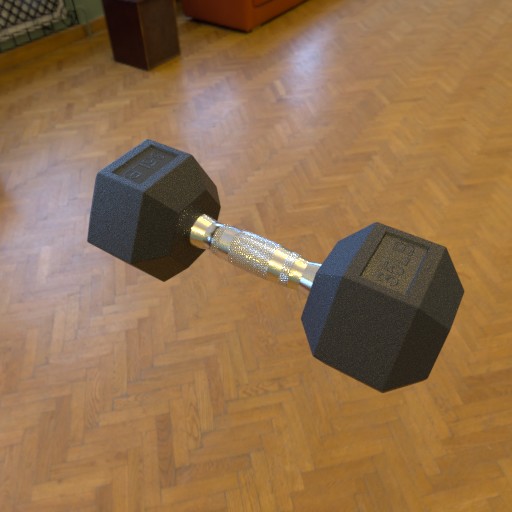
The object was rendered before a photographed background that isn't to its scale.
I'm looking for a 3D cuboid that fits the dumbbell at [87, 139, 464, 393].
[{"bbox_3d":[0.000,0.000,0.425,0.356,0.123,0.141,24,50,21],"label":"dumbbell"}]
